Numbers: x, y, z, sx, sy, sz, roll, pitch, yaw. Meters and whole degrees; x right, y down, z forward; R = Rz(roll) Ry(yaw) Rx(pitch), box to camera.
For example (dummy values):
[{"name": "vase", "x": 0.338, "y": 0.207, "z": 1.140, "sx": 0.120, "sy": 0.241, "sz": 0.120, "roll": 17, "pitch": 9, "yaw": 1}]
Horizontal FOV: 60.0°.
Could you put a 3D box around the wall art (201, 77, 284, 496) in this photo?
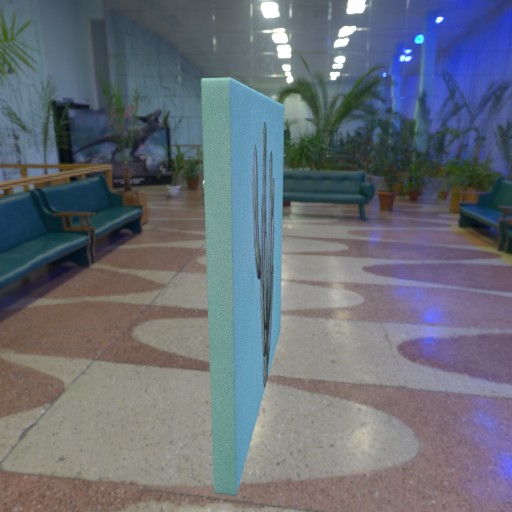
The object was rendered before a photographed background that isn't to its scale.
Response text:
[{"name": "wall art", "x": 0.000, "y": 0.000, "z": 1.128, "sx": 0.054, "sy": 0.766, "sz": 0.765, "roll": 3, "pitch": 16, "yaw": 9}]
